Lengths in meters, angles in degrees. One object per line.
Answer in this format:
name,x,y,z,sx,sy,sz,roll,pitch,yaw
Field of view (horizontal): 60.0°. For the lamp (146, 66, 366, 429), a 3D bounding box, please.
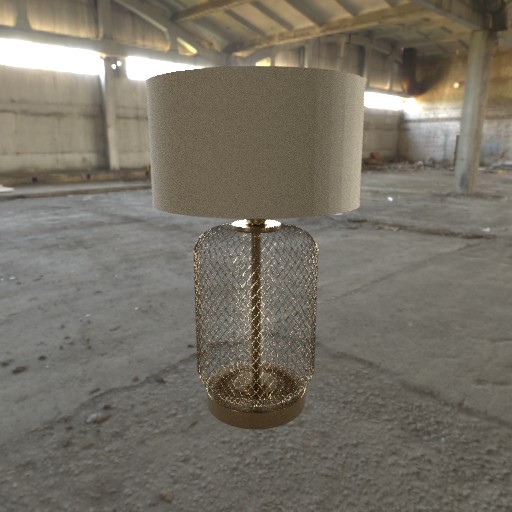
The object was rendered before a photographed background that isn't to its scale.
lamp,0.000,0.000,0.796,0.353,0.578,0.353,0,14,0
